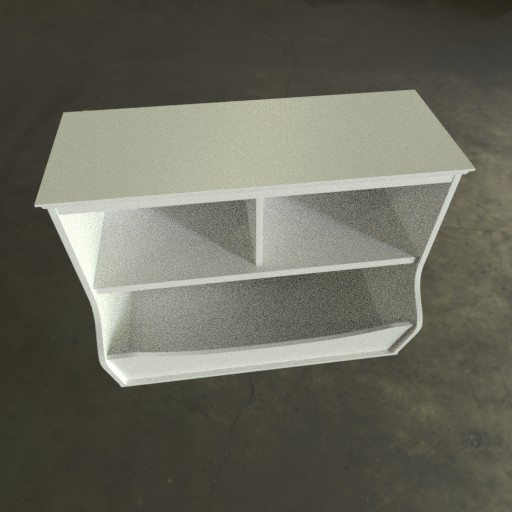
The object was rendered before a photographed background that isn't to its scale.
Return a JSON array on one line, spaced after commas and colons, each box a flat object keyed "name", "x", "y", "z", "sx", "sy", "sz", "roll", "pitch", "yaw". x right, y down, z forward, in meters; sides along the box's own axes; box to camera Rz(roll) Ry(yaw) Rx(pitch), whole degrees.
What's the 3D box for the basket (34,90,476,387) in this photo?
[{"name": "basket", "x": 0.000, "y": 0.000, "z": 1.099, "sx": 0.792, "sy": 0.625, "sz": 0.376, "roll": -5, "pitch": 48, "yaw": -5}]
